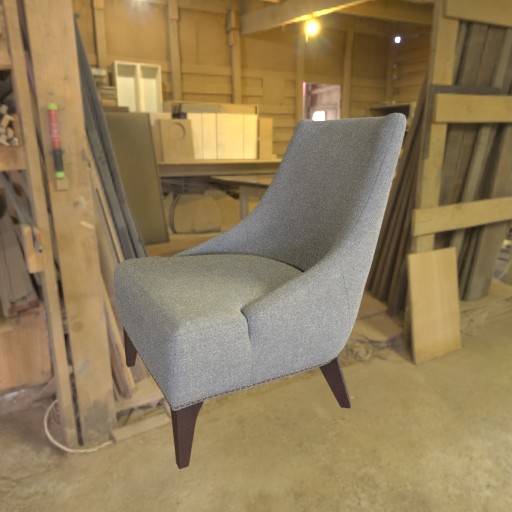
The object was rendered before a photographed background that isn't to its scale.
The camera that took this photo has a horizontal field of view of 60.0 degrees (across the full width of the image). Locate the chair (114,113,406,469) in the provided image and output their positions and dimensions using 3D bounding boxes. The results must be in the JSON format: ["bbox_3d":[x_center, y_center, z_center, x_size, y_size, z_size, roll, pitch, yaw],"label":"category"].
[{"bbox_3d":[0.000,0.000,1.487,0.861,0.909,0.701,-8,17,-27],"label":"chair"}]
